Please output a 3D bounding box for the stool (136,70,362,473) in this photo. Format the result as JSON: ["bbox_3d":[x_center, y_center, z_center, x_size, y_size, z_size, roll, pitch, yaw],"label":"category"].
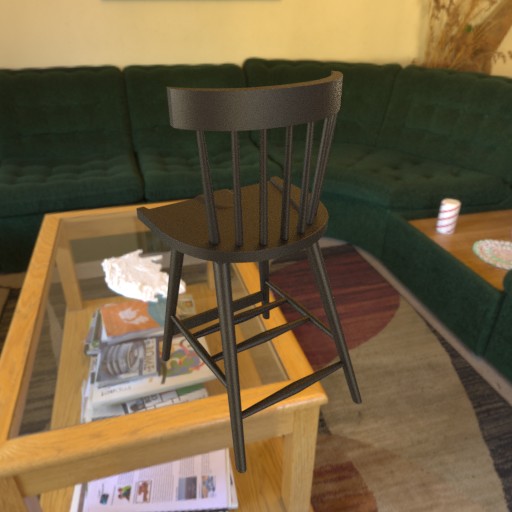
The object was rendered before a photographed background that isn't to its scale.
[{"bbox_3d":[0.000,0.000,1.264,0.494,0.953,0.549,-18,34,-28],"label":"stool"}]
